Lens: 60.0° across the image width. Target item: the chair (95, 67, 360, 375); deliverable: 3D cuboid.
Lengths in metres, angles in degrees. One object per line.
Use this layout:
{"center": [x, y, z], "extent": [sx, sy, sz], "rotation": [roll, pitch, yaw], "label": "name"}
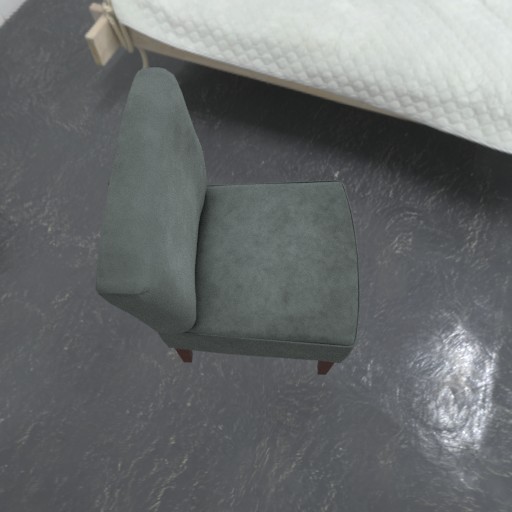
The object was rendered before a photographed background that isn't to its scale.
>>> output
{"center": [0.000, 0.000, 1.194], "extent": [0.554, 0.806, 0.521], "rotation": [1, 65, 0], "label": "chair"}
